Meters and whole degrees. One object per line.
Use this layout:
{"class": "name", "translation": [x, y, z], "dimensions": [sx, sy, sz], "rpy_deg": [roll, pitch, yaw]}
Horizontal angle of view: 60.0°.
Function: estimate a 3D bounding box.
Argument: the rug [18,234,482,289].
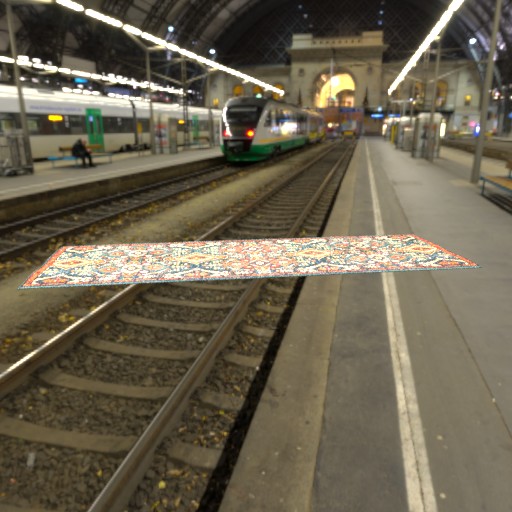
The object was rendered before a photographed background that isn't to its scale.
{"class": "rug", "translation": [0.000, 0.000, 2.688], "dimensions": [2.459, 0.010, 0.801], "rpy_deg": [-2, 16, -8]}
